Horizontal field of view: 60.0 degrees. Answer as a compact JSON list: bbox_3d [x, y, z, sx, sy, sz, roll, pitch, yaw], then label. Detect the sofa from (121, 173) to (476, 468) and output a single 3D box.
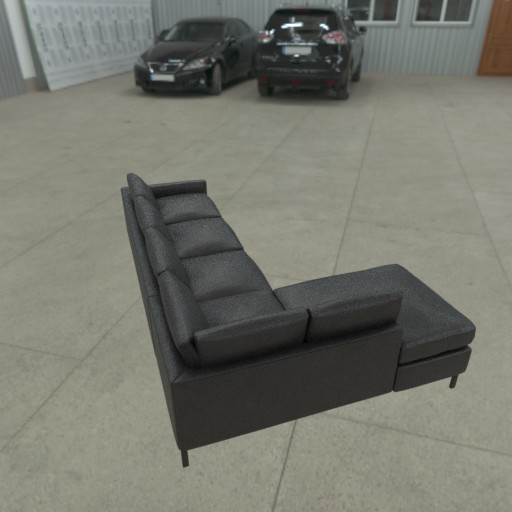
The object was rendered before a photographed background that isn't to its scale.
[{"bbox_3d":[0.000,0.000,3.755,1.938,0.877,2.984,-10,30,-17],"label":"sofa"}]
